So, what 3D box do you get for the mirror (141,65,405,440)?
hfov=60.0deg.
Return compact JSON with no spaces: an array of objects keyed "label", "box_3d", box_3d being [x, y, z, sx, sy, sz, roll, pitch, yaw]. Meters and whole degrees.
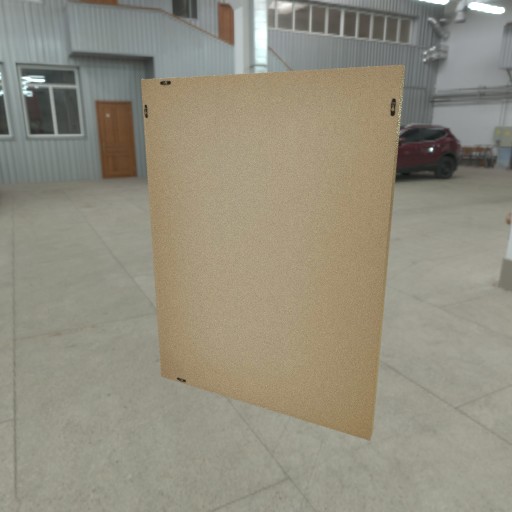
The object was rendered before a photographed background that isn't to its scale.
[{"label":"mirror","box_3d":[0.000,0.000,1.329,0.762,1.016,0.041,8,18,26]}]
